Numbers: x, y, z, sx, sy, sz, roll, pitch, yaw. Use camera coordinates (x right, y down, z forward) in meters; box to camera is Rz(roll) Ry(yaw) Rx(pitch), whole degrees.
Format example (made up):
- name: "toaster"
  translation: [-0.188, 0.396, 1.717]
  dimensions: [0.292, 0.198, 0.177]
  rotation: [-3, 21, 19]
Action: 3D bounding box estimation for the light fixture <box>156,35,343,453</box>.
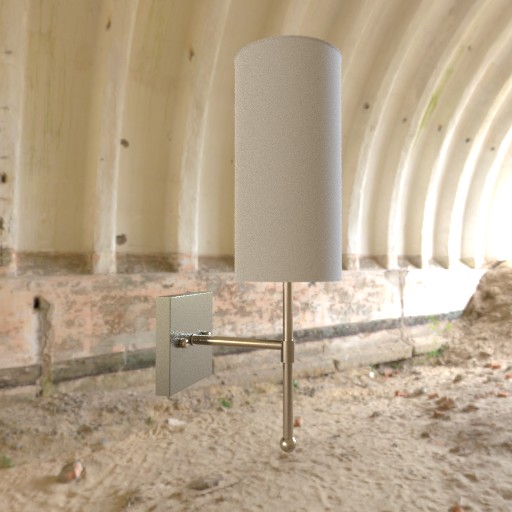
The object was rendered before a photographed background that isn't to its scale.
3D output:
- name: "light fixture"
  translation: [0.000, 0.000, 0.539]
  dimensions: [0.208, 0.462, 0.128]
  rotation: [0, -1, 20]
